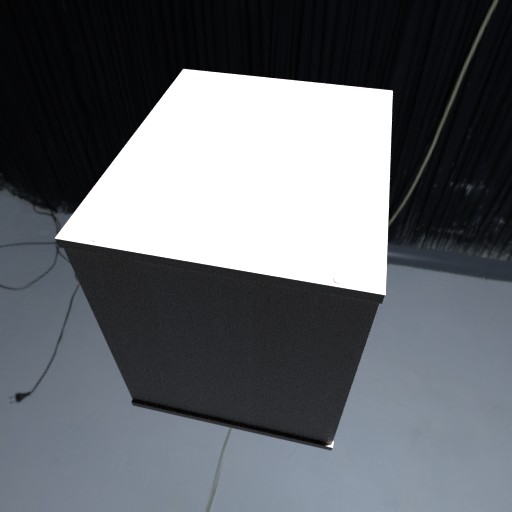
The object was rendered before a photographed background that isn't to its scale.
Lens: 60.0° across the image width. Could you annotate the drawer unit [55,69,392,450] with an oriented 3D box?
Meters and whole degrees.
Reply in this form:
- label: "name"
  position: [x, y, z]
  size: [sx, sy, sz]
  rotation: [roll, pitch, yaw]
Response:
- label: "drawer unit"
  position: [0.000, 0.000, 0.616]
  size: [0.290, 0.344, 0.349]
  rotation: [9, 48, 9]
